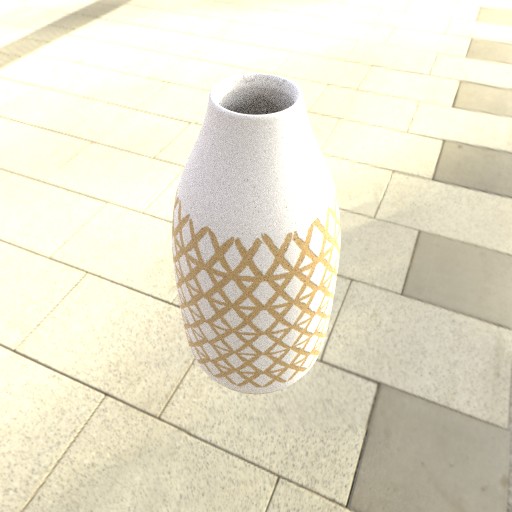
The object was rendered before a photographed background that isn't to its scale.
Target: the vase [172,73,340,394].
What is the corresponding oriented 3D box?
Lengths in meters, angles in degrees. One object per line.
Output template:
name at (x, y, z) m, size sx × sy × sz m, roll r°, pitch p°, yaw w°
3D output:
vase at (0.000, 0.000, 0.493) m, size 0.186 × 0.380 × 0.186 m, roll 0°, pitch 47°, yaw 0°
